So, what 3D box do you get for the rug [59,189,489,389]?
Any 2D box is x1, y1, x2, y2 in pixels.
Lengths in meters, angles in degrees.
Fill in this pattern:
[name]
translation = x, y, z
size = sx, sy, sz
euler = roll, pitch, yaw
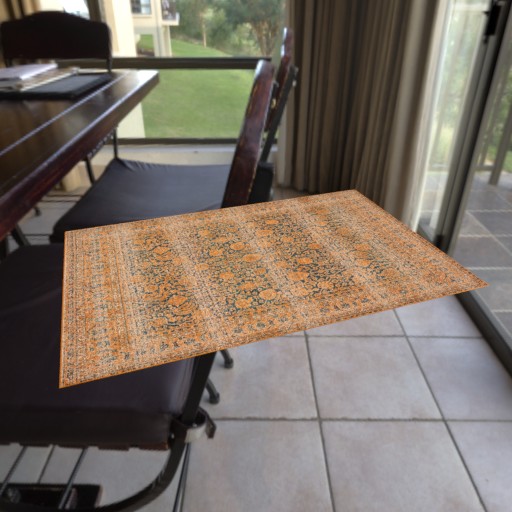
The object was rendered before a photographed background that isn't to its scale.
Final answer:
[rug]
translation = 0.000, 0.000, 2.859
size = 2.336, 0.007, 1.525
euler = -10, 33, -17
